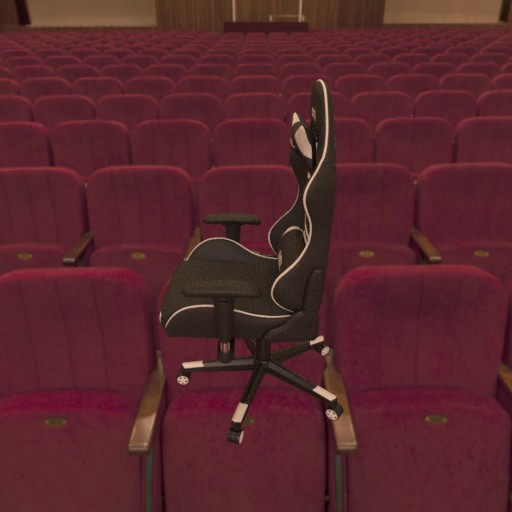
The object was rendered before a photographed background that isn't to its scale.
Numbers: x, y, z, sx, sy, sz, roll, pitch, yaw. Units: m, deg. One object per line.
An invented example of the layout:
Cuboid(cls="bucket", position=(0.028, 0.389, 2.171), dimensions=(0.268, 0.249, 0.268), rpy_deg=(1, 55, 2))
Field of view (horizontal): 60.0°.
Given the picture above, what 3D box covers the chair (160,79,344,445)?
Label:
Cuboid(cls="chair", position=(0.000, 0.000, 1.673), dimensions=(0.700, 1.240, 0.700), rpy_deg=(0, 27, 0))
